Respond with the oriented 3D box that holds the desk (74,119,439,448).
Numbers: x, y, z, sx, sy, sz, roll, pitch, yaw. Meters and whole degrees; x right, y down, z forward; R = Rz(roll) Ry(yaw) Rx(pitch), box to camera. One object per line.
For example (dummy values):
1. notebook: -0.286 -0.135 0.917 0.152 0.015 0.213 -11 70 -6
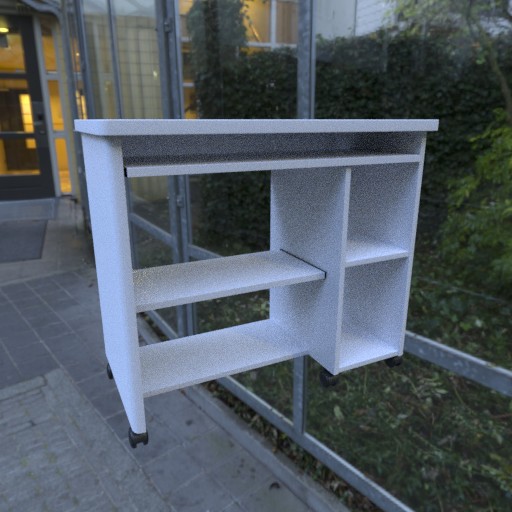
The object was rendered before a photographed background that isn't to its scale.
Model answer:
1. desk: 0.000 0.000 1.298 0.877 0.763 0.475 -8 19 -25
